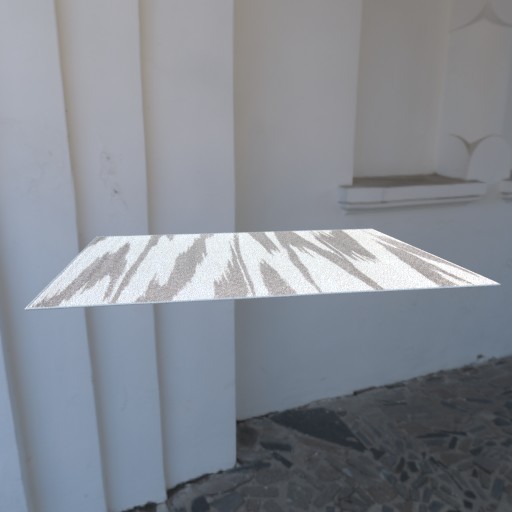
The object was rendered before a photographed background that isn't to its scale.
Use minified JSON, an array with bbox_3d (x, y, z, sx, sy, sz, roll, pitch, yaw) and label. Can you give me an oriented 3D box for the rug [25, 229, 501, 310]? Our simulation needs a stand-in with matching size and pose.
[{"bbox_3d":[0.000,0.000,2.691,2.142,0.010,1.533,-2,14,-9],"label":"rug"}]
